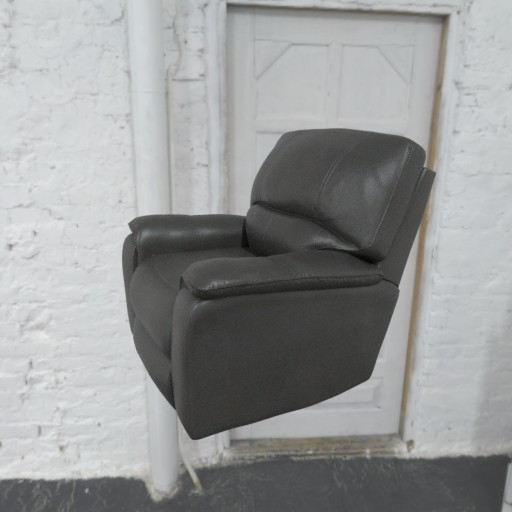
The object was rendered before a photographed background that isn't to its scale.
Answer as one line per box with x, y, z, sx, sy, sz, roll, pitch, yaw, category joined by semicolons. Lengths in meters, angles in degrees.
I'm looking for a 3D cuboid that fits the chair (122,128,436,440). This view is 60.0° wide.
0.000;0.000;2.001;1.087;1.109;1.096;-8;18;-26;chair
